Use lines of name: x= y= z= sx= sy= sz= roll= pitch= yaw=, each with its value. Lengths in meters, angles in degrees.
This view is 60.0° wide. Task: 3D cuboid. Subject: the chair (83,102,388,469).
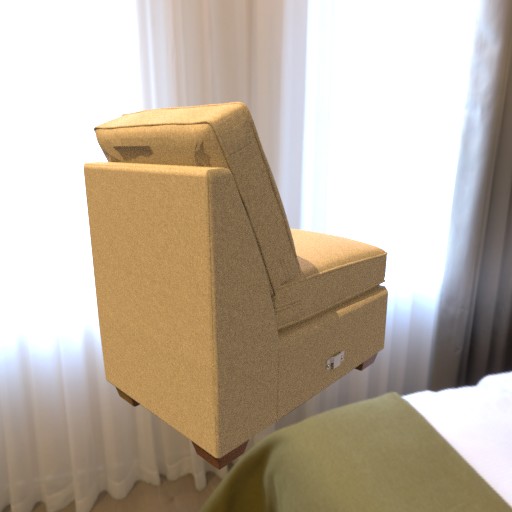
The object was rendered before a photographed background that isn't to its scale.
chair: x=0.000 y=0.000 z=1.721 sx=0.674 sy=1.058 sz=1.020 roll=13 pitch=19 yaw=42
